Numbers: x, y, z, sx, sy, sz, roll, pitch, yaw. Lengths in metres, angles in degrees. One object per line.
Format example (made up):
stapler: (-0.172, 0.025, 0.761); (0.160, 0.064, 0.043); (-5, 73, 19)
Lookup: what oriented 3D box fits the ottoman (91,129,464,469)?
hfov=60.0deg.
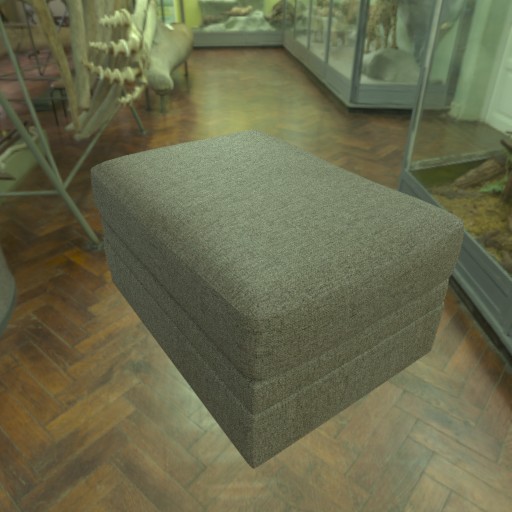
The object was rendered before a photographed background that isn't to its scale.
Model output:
ottoman: (0.000, 0.000, 1.262); (0.637, 0.478, 0.885); (-21, 38, -29)
